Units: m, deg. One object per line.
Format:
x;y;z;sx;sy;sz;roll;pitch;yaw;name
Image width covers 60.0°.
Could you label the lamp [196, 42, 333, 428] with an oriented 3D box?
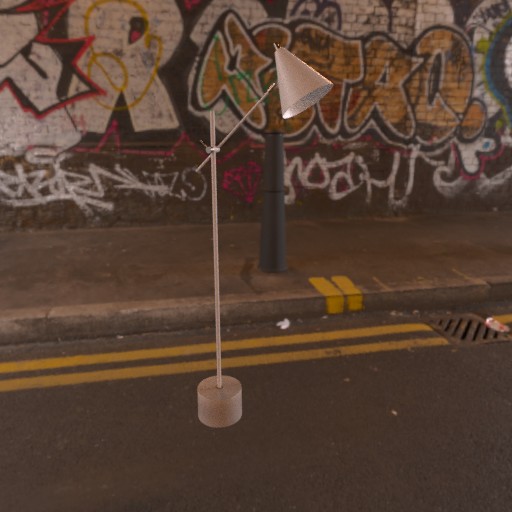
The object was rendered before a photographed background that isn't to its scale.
0.000;0.000;1.630;0.508;1.430;0.223;8;18;26;lamp
